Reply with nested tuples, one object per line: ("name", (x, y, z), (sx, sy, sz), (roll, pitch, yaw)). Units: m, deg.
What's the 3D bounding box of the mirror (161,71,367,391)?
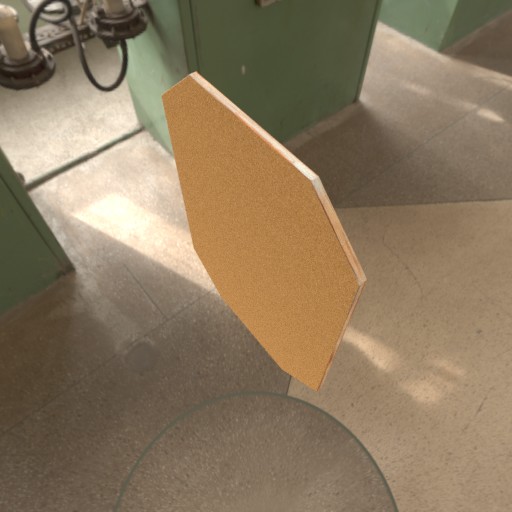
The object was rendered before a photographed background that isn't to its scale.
("mirror", (0.000, 0.000, 1.299), (0.061, 1.015, 0.709), (-34, 63, -20))
